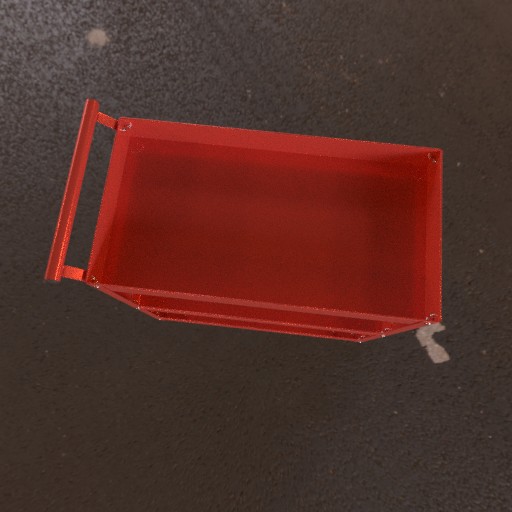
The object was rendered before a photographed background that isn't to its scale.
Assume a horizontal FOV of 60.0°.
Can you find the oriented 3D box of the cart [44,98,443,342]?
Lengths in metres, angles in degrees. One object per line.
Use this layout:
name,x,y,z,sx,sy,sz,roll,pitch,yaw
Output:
cart,0.000,0.000,1.190,0.719,0.780,0.366,6,76,2
